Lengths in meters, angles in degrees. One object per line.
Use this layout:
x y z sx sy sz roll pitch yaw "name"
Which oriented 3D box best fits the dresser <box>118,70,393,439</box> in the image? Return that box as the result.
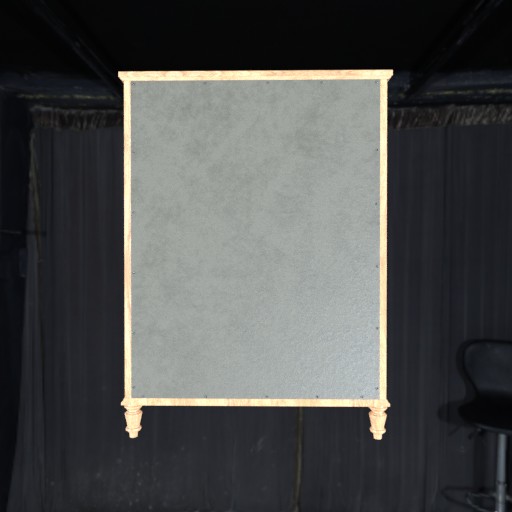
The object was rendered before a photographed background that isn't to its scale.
0.000 0.000 1.818 0.973 1.318 0.484 0 1 1 "dresser"
